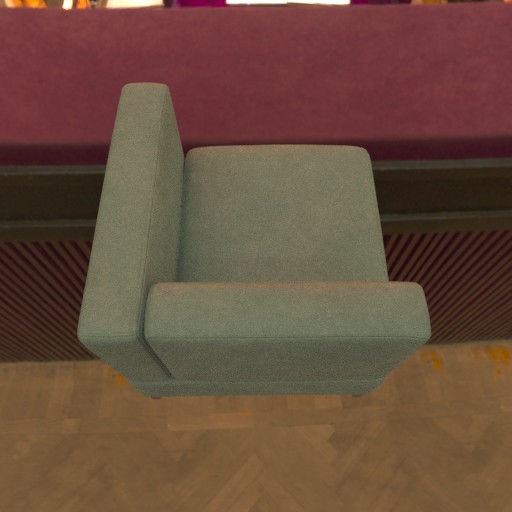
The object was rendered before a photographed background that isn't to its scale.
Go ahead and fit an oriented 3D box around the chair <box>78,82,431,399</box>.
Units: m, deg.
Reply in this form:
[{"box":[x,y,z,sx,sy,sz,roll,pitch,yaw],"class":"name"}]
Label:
[{"box":[0.000,0.000,1.215,0.680,0.660,0.680,-1,63,0],"class":"chair"}]
